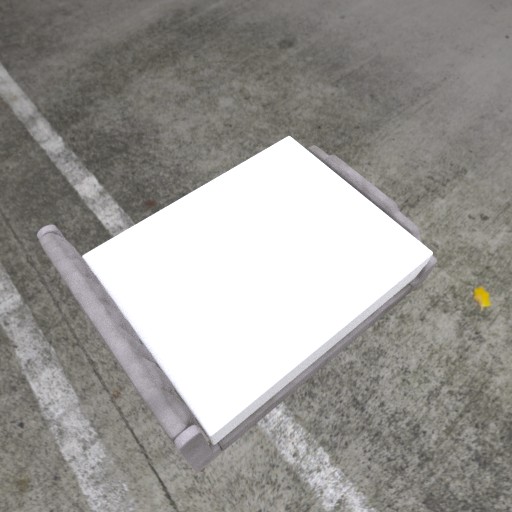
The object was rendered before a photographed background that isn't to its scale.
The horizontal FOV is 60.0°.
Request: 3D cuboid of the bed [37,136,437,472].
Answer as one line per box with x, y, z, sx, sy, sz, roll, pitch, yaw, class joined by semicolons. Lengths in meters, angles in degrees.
0.000;0.000;3.242;2.340;1.245;1.676;-34;63;-20;bed
